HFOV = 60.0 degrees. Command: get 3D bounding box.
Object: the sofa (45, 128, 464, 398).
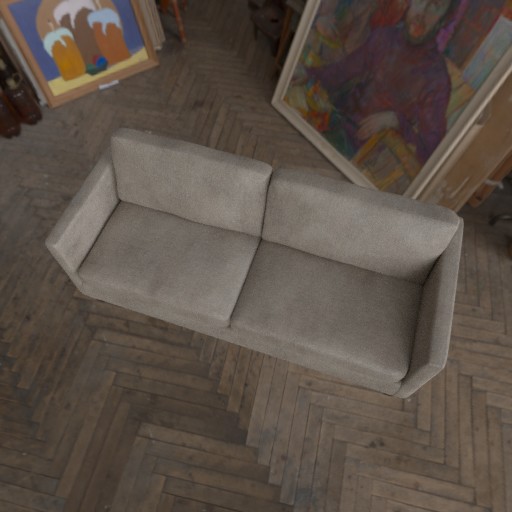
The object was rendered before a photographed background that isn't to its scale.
[{"bbox_3d":[0.000,0.000,2.705,2.208,0.965,0.951,16,61,9],"label":"sofa"}]
